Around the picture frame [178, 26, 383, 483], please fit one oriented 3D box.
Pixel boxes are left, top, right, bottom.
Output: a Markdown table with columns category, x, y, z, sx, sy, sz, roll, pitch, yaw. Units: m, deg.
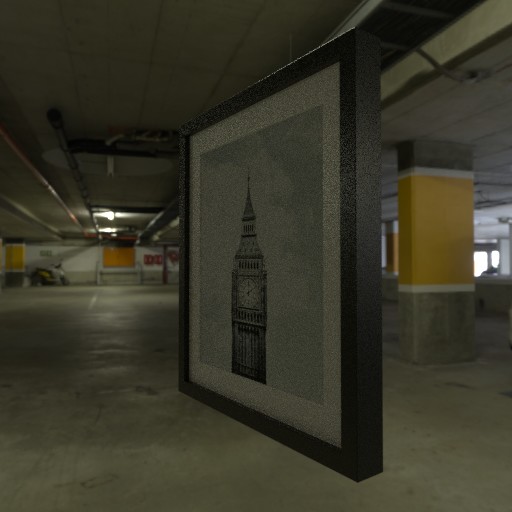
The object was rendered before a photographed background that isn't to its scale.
| category | x | y | z | sx | sy | sz | roll | pitch | yaw |
| --- | --- | --- | --- | --- | --- | --- | --- | --- | --- |
| picture frame | 0.000 | 0.000 | 0.510 | 0.034 | 0.378 | 0.328 | 1 | -2 | -36 |
